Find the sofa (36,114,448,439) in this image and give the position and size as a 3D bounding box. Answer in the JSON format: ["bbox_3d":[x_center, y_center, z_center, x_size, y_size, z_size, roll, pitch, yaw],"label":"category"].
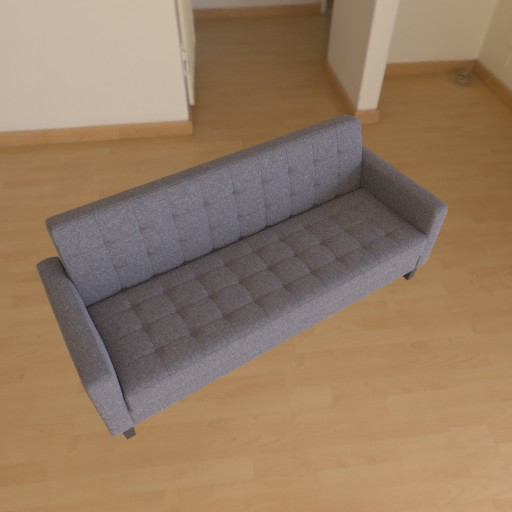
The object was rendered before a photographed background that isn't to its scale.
[{"bbox_3d":[0.000,0.000,2.394,2.040,0.850,0.810,-25,51,-22],"label":"sofa"}]
